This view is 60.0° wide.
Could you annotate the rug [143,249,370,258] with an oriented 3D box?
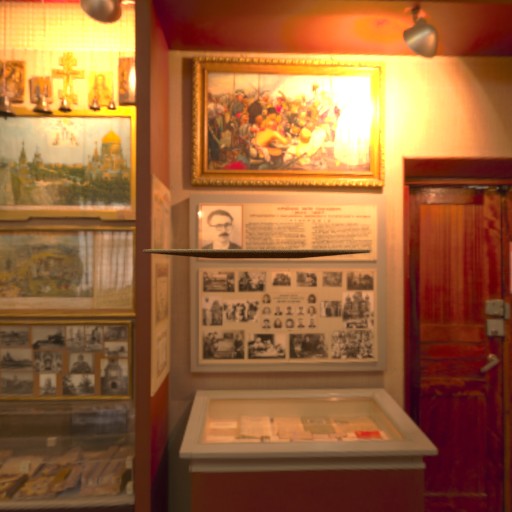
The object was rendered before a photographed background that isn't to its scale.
[{"bbox_3d":[0.000,0.000,2.700,0.769,0.012,2.448,0,-1,0],"label":"rug"}]
